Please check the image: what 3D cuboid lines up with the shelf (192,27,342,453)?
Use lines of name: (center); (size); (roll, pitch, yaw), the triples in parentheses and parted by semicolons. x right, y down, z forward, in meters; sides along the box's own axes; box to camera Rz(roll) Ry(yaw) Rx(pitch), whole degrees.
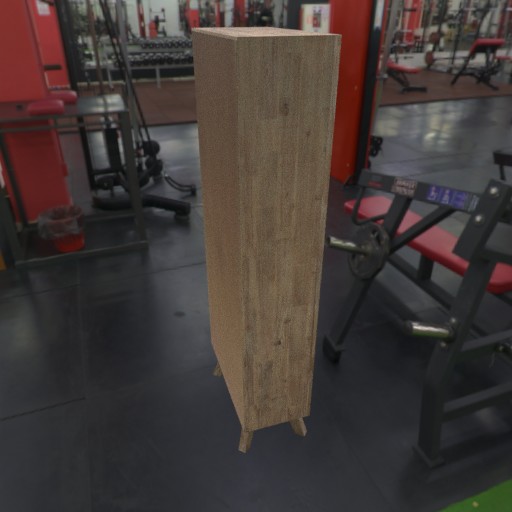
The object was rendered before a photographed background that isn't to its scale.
shelf: (0.000, 0.000, 1.480); (0.267, 1.342, 0.491); (-9, 30, -16)
